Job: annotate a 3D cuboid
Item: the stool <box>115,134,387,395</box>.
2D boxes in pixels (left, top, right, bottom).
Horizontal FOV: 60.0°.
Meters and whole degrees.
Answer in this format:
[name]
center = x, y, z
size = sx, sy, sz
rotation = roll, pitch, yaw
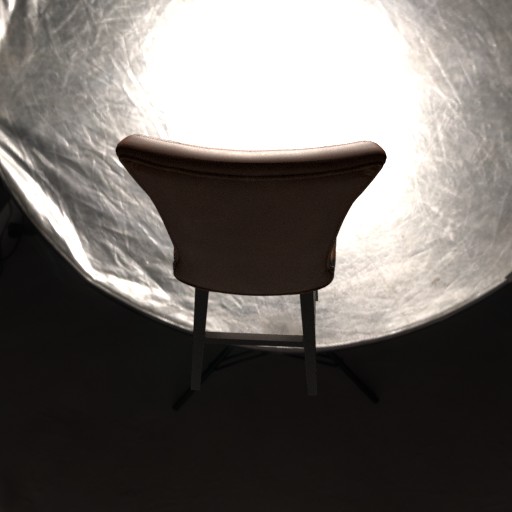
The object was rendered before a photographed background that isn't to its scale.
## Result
[stool]
center = 0.000, 0.000, 1.376
size = 0.522, 1.094, 0.585
rotation = 2, 47, 2
